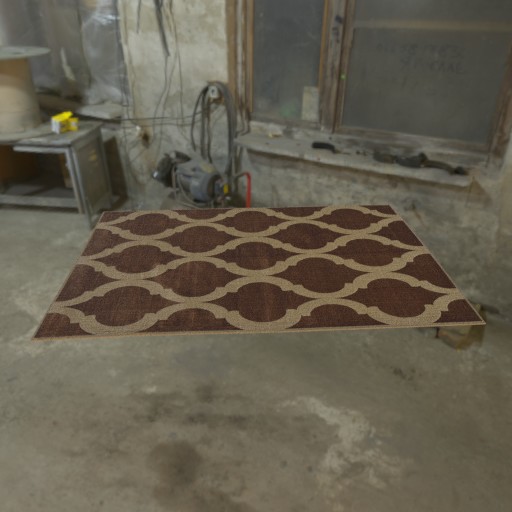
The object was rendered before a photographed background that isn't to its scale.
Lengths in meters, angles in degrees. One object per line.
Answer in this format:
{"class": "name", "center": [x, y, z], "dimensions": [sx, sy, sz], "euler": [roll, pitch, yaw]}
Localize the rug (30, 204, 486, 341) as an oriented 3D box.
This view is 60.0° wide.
{"class": "rug", "center": [0.000, 0.000, 2.861], "dimensions": [2.290, 0.014, 1.526], "euler": [-2, 30, -3]}
